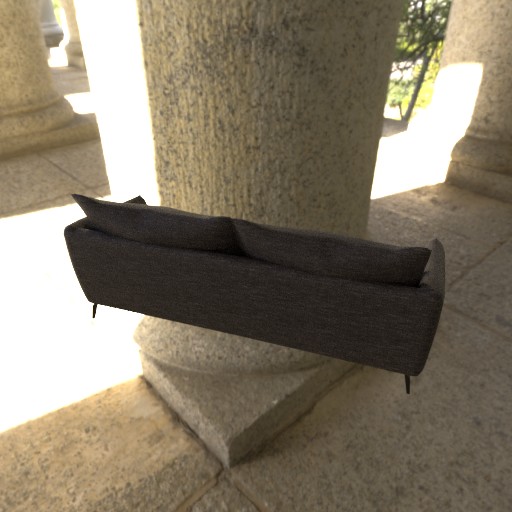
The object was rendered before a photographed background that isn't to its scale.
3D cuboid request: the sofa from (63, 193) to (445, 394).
[{"bbox_3d":[0.000,0.000,2.489,2.019,0.843,0.807,10,34,15],"label":"sofa"}]
